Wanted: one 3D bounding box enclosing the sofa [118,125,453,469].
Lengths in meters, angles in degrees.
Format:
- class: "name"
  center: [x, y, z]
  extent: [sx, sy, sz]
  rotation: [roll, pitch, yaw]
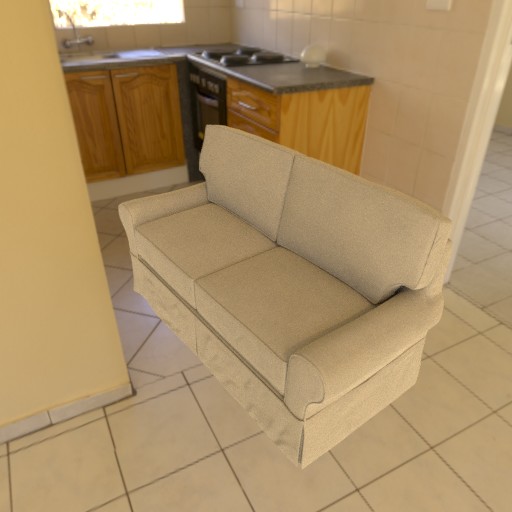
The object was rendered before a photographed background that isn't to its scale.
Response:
- class: "sofa"
  center: [0.000, 0.000, 2.365]
  extent: [0.841, 1.024, 1.823]
  rotation: [-22, 38, -31]
